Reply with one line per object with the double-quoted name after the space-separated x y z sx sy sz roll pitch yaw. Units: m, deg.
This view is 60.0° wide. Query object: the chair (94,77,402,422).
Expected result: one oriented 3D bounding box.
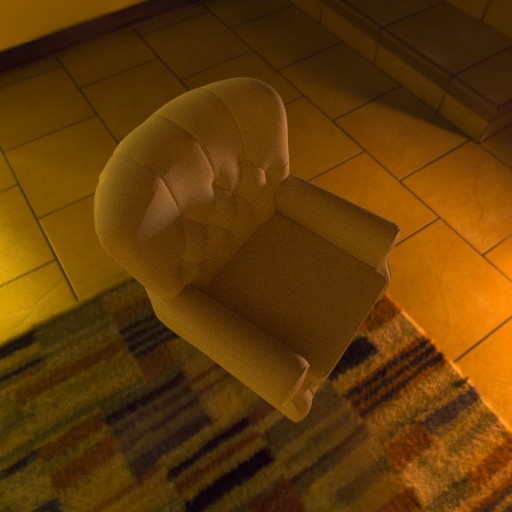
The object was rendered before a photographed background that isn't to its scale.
0.000 0.000 2.069 1.132 1.169 1.035 32 63 18 "chair"
